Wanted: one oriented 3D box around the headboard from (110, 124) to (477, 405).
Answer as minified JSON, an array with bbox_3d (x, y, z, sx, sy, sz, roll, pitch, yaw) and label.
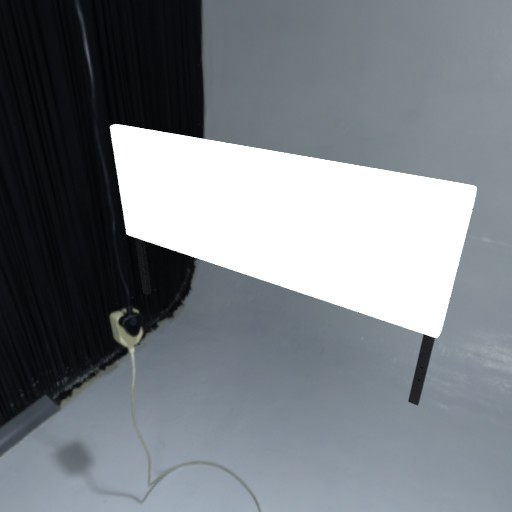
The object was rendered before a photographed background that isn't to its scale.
[{"bbox_3d":[0.000,0.000,2.881,2.362,1.410,0.120,17,33,28],"label":"headboard"}]
